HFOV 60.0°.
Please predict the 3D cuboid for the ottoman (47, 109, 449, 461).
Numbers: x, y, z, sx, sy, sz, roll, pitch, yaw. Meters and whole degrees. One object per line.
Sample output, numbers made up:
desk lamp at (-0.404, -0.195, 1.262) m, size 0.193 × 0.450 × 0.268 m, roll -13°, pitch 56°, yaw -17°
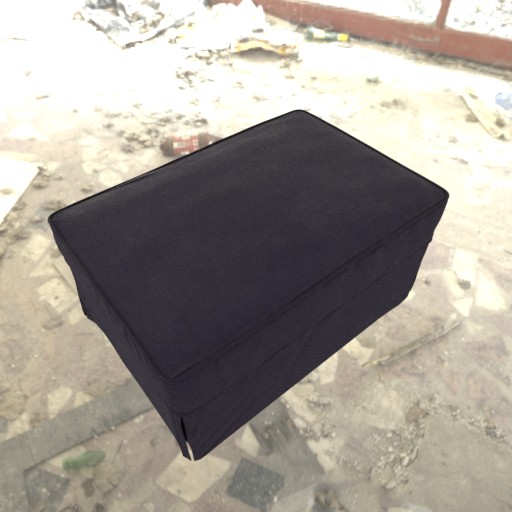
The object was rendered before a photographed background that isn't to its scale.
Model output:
ottoman at (0.000, 0.000, 1.321) m, size 0.938 × 0.503 × 0.637 m, roll -30°, pitch 54°, yaw -26°
